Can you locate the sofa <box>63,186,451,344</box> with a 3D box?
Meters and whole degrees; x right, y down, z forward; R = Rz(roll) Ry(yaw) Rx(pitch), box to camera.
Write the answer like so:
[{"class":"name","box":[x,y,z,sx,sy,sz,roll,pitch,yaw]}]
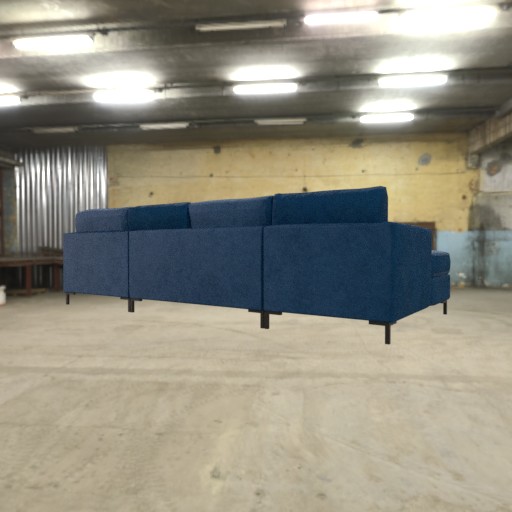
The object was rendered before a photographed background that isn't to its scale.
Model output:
[{"class":"sofa","box":[0.000,0.000,4.400,3.434,0.992,2.055,1,1,35]}]
